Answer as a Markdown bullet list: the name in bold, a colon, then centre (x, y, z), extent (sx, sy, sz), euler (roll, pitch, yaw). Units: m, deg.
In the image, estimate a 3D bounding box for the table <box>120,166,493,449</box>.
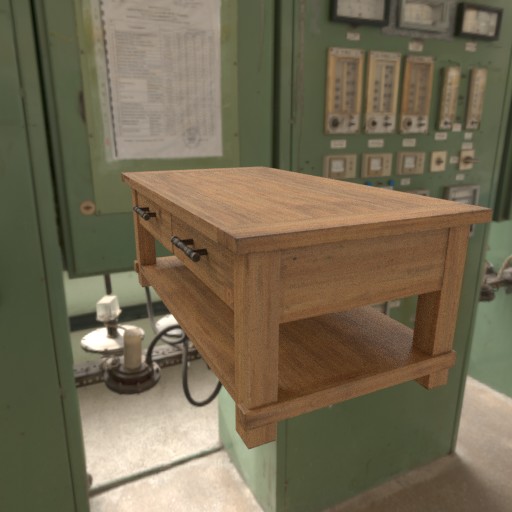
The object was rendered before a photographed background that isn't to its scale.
- **table**: centre (0.000, 0.000, 1.558), extent (0.693, 0.494, 1.270), euler (-8, 18, -24)
